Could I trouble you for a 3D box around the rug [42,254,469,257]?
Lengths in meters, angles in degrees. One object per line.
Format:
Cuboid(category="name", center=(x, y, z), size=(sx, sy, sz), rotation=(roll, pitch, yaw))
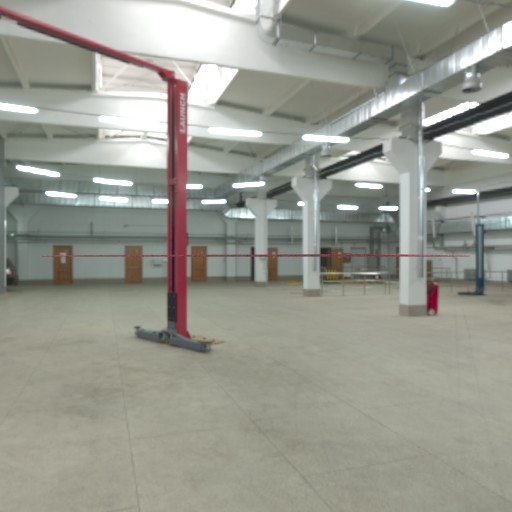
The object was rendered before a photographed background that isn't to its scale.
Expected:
Cuboid(category="rug", center=(0.000, 0.000, 2.791), size=(2.184, 0.007, 1.579), rotation=(0, 0, 36))
